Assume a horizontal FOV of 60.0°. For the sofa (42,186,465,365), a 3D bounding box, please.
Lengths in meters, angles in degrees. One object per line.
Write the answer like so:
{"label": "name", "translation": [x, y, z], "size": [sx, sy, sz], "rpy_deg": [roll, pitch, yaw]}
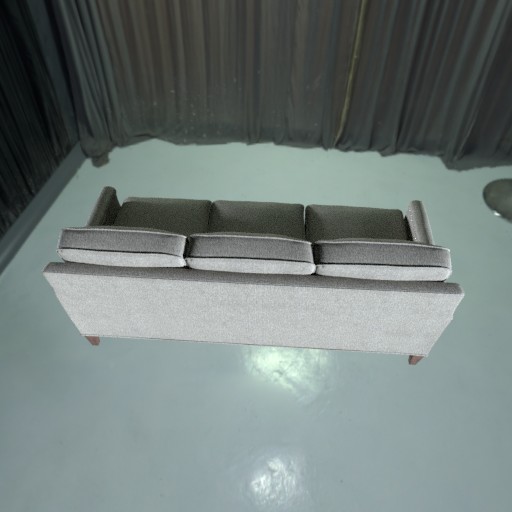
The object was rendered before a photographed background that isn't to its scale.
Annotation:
{"label": "sofa", "translation": [0.000, 0.000, 2.861], "size": [2.246, 1.003, 1.084], "rpy_deg": [3, 46, 3]}
